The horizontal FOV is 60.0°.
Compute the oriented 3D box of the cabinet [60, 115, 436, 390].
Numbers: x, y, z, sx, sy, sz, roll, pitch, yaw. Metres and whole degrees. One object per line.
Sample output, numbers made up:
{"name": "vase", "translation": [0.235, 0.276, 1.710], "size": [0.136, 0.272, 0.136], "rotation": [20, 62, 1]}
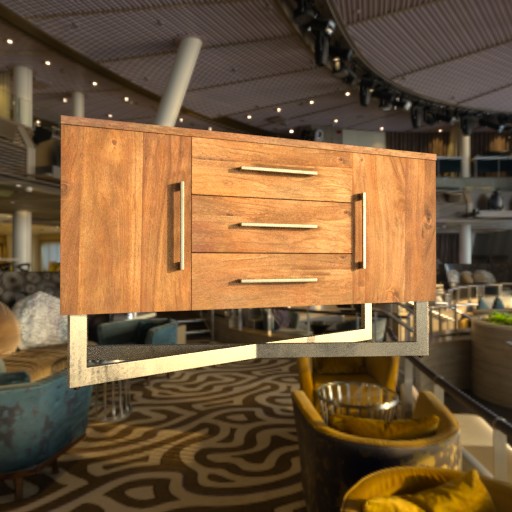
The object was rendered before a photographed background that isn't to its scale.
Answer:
{"name": "cabinet", "translation": [0.000, 0.000, 1.728], "size": [1.373, 0.812, 0.480], "rotation": [0, -1, -20]}
